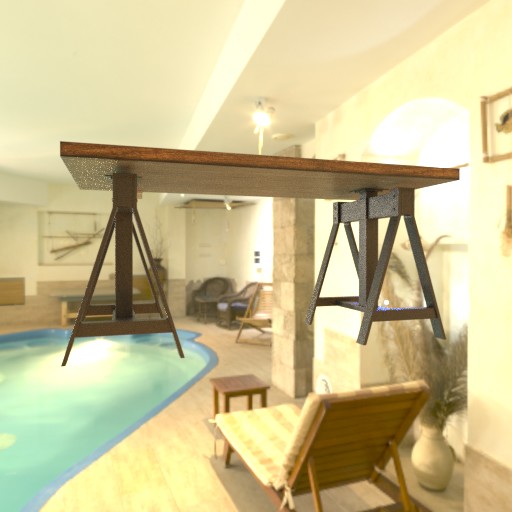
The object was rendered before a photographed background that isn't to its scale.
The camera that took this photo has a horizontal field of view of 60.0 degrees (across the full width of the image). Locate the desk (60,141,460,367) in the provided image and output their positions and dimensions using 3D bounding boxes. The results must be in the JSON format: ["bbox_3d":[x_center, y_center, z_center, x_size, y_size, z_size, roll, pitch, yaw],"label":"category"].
[{"bbox_3d":[0.000,0.000,1.984,1.543,0.725,0.784,0,0,-17],"label":"desk"}]
